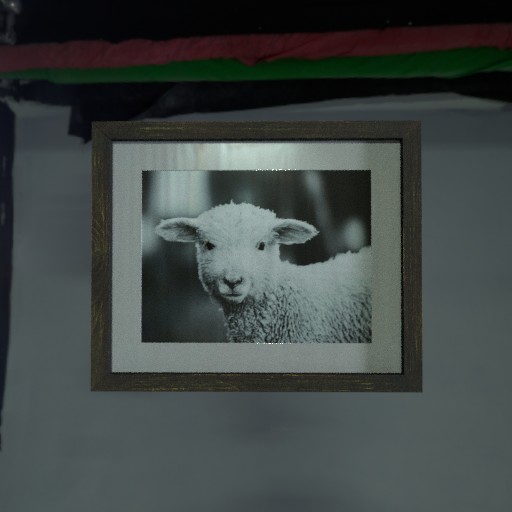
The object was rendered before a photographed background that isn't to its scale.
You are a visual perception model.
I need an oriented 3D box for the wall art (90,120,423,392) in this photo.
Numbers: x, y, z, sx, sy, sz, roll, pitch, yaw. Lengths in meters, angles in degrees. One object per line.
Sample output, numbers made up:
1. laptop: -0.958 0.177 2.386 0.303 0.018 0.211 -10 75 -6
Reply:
1. wall art: 0.000 0.000 0.764 0.558 0.457 0.032 0 -1 1
